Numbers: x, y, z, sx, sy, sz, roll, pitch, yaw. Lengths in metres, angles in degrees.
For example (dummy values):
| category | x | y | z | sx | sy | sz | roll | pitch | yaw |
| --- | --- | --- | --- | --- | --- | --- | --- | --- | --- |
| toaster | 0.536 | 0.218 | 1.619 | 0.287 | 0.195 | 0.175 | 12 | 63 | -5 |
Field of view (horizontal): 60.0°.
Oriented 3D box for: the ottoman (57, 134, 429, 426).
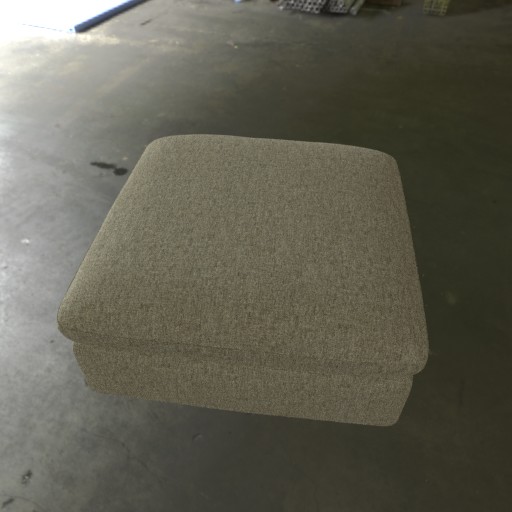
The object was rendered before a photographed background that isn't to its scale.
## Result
| category | x | y | z | sx | sy | sz | roll | pitch | yaw |
| --- | --- | --- | --- | --- | --- | --- | --- | --- | --- |
| ottoman | 0.000 | 0.000 | 1.626 | 1.039 | 0.526 | 1.035 | 5 | 46 | 5 |
